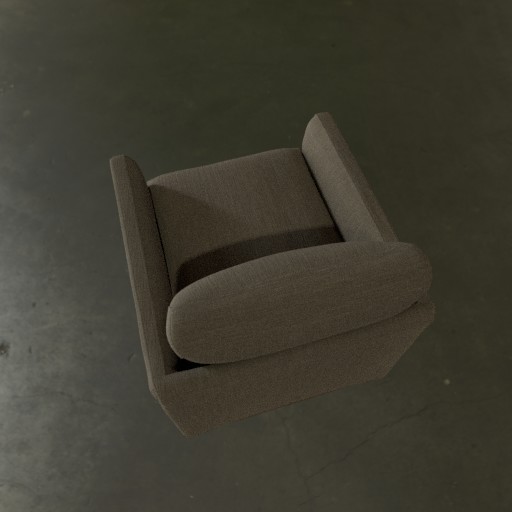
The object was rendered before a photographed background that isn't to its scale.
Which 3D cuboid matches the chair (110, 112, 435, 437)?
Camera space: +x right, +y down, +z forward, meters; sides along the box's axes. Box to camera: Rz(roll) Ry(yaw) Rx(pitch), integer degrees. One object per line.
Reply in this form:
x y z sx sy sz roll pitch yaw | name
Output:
0.000 0.000 1.441 0.763 0.811 0.834 -14 60 -8 | chair
